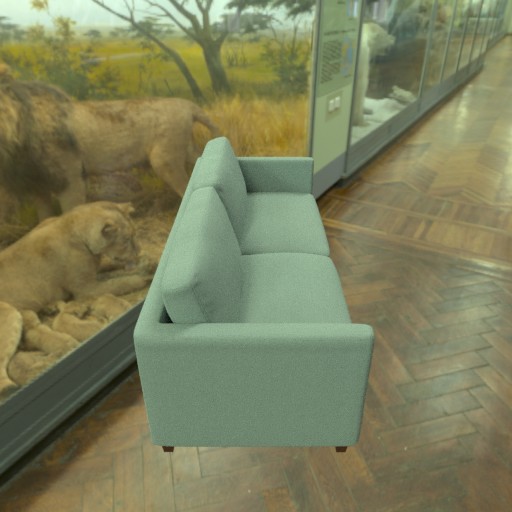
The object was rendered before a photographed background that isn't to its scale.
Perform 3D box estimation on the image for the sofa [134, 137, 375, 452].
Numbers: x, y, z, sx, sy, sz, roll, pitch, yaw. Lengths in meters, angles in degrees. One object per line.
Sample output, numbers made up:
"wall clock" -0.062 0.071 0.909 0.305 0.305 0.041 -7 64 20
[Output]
"sofa" 0.000 0.000 2.729 0.951 0.965 2.208 0 30 0
